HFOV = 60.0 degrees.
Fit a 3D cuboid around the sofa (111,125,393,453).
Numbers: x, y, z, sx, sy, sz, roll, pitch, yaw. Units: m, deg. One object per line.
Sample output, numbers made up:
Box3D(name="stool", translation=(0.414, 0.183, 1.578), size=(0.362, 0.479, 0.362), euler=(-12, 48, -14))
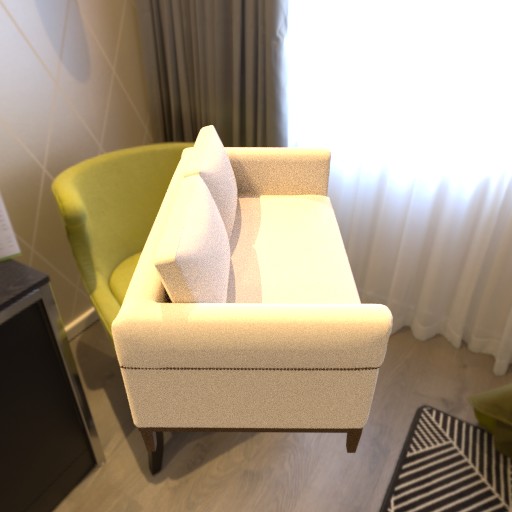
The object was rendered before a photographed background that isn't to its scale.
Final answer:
Box3D(name="sofa", translation=(0.000, 0.000, 2.161), size=(0.905, 0.873, 1.598), euler=(0, 34, 0))
